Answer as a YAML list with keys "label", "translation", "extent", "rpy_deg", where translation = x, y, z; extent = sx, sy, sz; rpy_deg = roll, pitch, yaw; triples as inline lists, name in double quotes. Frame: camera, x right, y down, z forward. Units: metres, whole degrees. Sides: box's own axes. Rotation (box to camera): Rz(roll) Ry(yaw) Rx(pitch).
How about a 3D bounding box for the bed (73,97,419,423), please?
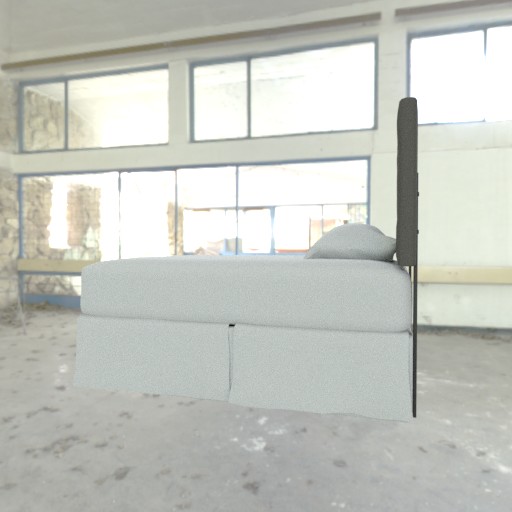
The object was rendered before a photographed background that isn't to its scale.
- label: "bed"
  translation: [0.000, 0.000, 2.958]
  extent: [1.997, 1.571, 1.261]
  rpy_deg: [0, 1, 18]
